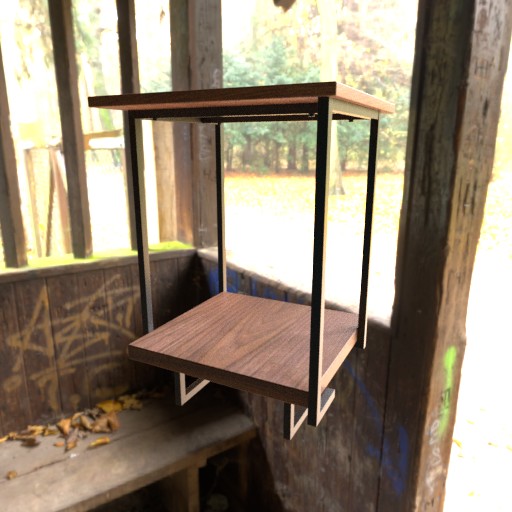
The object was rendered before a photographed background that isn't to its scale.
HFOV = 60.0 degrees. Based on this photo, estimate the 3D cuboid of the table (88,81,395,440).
[{"bbox_3d":[0.000,0.000,0.855,0.411,0.567,0.384,7,16,26],"label":"table"}]
